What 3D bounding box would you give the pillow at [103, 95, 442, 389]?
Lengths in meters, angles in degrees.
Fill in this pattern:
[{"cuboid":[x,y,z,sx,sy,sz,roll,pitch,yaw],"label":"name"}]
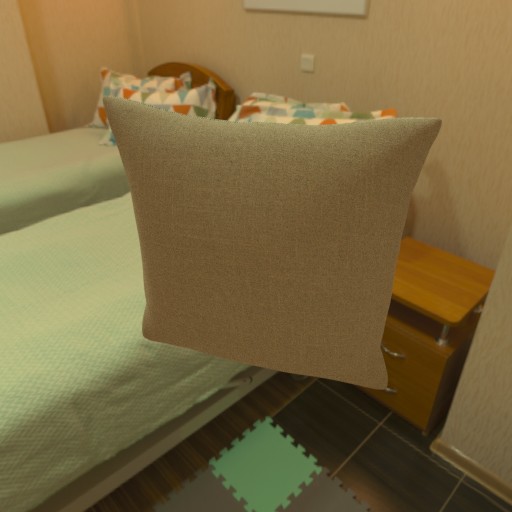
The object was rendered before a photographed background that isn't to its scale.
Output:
[{"cuboid":[0.000,0.000,0.767,0.512,0.506,0.178,9,32,14],"label":"pillow"}]
